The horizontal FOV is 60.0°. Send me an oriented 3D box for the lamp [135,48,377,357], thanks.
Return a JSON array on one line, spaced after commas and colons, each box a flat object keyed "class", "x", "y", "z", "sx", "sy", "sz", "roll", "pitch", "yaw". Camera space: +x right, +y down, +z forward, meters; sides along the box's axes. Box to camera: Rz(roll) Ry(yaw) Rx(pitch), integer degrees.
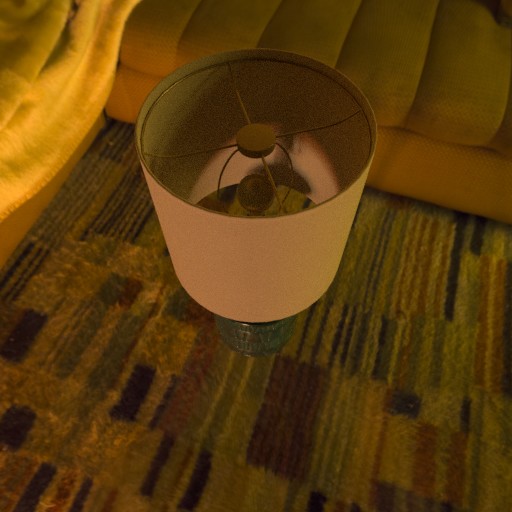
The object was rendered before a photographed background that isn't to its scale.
[{"class": "lamp", "x": 0.000, "y": 0.000, "z": 0.583, "sx": 0.211, "sy": 0.455, "sz": 0.211, "roll": -2, "pitch": 59, "yaw": -1}]
